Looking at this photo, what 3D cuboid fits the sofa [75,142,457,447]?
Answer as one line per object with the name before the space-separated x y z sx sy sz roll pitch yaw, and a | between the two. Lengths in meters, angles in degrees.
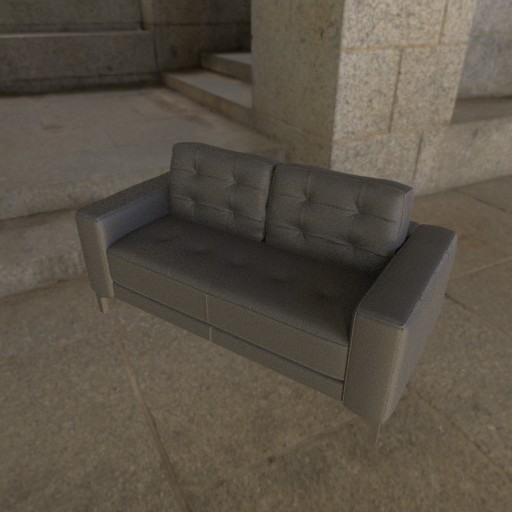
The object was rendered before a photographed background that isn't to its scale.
sofa | 0.000 0.000 2.230 1.726 0.892 0.833 18 35 28
